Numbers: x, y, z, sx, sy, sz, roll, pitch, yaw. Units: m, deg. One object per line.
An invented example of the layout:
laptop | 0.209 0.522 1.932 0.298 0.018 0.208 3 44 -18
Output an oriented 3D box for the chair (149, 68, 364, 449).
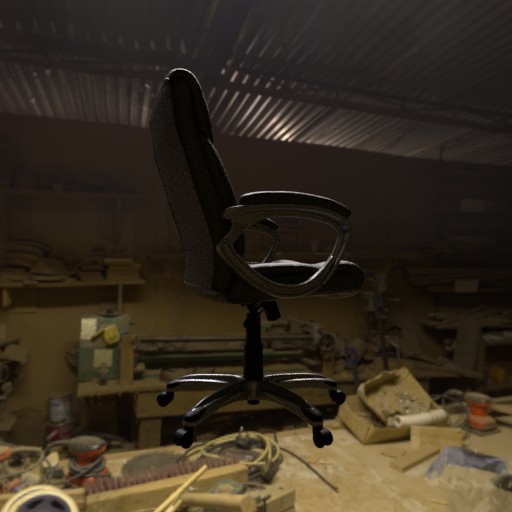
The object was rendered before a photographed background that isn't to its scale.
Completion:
chair | 0.000 0.000 1.596 0.719 1.130 0.721 0 -1 -18
